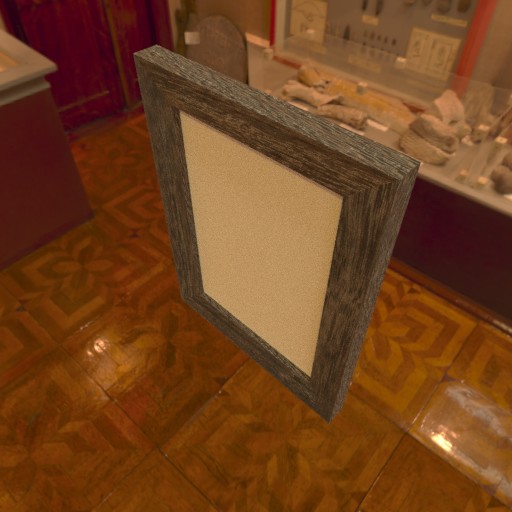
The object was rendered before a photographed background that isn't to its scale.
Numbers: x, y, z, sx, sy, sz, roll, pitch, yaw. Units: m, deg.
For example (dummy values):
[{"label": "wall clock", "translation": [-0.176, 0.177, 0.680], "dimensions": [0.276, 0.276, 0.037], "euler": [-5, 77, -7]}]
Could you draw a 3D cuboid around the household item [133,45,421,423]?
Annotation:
[{"label": "household item", "translation": [0.000, 0.000, 0.277], "dimensions": [0.160, 0.210, 0.020], "euler": [35, 55, 28]}]
